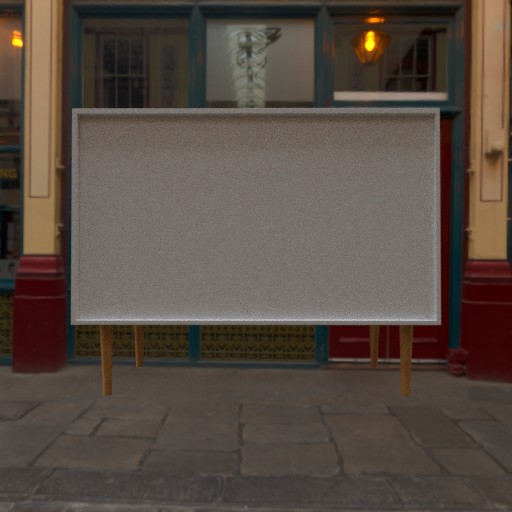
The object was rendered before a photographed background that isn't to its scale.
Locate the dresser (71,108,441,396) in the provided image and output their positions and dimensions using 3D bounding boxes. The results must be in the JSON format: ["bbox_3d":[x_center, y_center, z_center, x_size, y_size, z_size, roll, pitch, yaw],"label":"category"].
[{"bbox_3d":[0.000,0.000,1.314,0.905,0.721,0.457,0,-1,0],"label":"dresser"}]
